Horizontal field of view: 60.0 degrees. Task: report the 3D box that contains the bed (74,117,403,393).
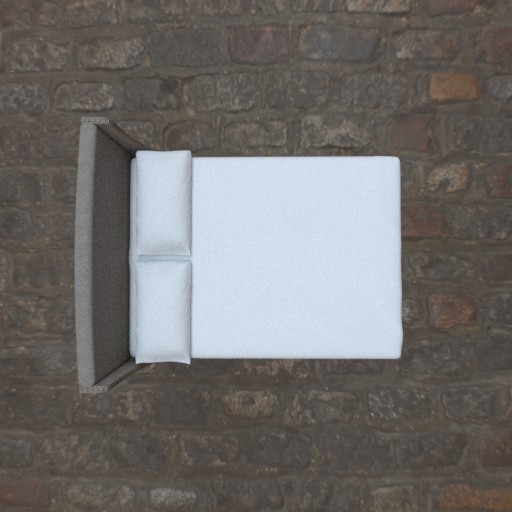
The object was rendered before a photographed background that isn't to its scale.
[{"bbox_3d":[0.000,0.000,3.345,2.237,1.407,1.710,0,89,1],"label":"bed"}]
